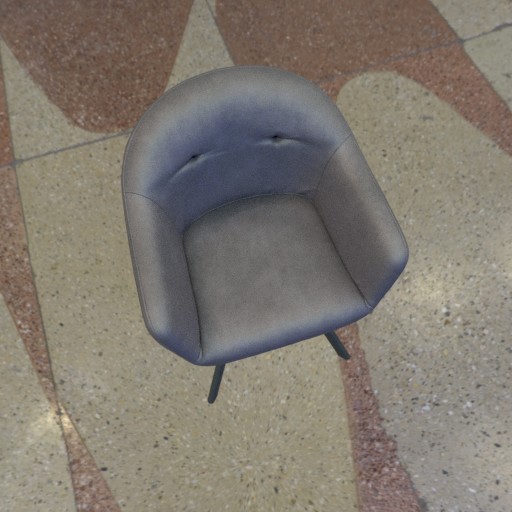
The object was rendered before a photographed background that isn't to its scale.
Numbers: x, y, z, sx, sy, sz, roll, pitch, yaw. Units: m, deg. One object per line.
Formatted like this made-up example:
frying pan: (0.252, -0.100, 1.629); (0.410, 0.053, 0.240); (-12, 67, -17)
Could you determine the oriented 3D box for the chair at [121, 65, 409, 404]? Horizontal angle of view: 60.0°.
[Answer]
chair: (0.000, 0.000, 1.174); (0.567, 0.781, 0.544); (-16, 66, -7)
